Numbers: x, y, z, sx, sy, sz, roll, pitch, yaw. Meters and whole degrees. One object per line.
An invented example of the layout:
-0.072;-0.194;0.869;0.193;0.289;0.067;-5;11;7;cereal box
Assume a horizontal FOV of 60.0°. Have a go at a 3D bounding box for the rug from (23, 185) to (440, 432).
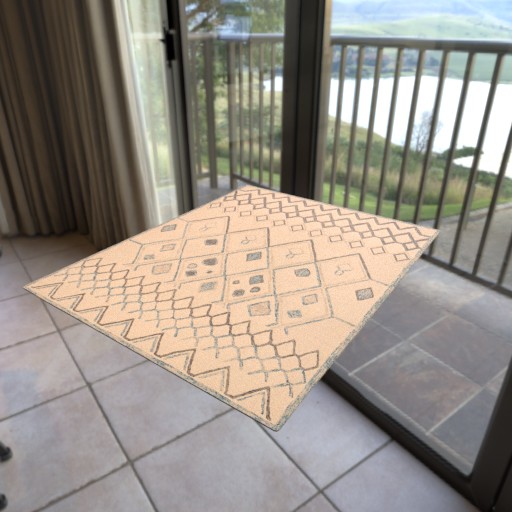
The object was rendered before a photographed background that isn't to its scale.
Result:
0.000;0.000;4.026;2.441;0.013;3.056;18;33;31;rug
